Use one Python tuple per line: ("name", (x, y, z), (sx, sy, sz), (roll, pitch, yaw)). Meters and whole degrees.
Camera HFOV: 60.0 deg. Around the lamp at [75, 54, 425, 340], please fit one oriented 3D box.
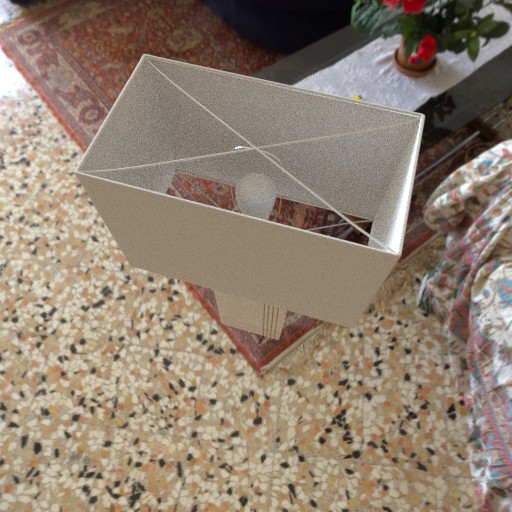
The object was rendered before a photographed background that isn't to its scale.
("lamp", (0.000, 0.000, 0.710), (0.334, 0.543, 0.182), (15, 65, 7))
